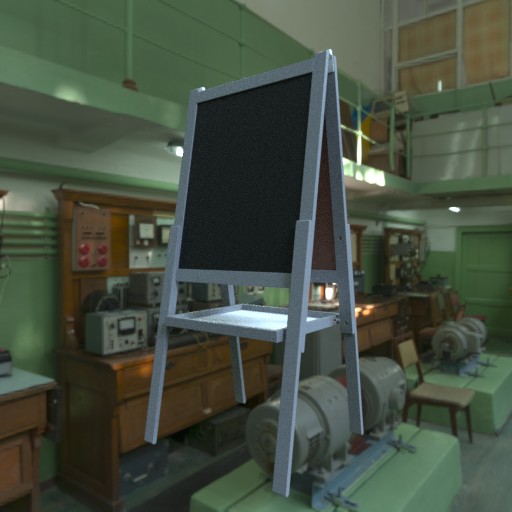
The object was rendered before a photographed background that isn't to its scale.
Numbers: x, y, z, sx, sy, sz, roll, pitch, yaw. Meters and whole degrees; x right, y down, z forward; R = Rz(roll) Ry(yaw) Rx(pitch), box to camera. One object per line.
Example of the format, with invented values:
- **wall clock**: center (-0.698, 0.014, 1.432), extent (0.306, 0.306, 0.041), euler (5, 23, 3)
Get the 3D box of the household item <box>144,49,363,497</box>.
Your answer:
- **household item**: center (0.000, 0.000, 1.419), extent (0.531, 1.172, 0.469), euler (1, 1, 37)
